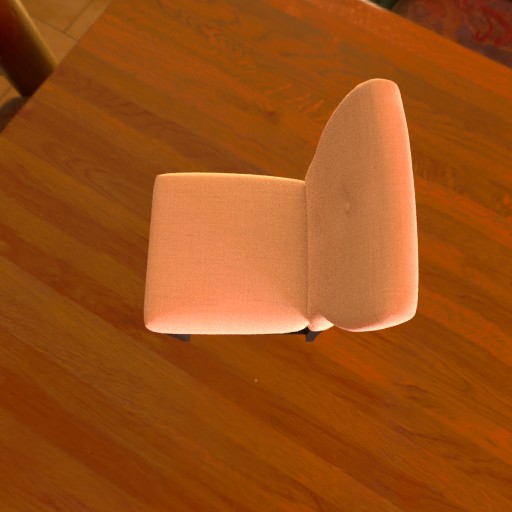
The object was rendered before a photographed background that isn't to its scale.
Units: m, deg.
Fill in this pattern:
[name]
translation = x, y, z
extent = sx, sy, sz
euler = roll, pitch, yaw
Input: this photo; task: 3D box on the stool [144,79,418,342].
[stool]
translation = 0.000, 0.000, 1.298
extent = 0.603, 0.972, 0.514
euler = 1, 74, 0
